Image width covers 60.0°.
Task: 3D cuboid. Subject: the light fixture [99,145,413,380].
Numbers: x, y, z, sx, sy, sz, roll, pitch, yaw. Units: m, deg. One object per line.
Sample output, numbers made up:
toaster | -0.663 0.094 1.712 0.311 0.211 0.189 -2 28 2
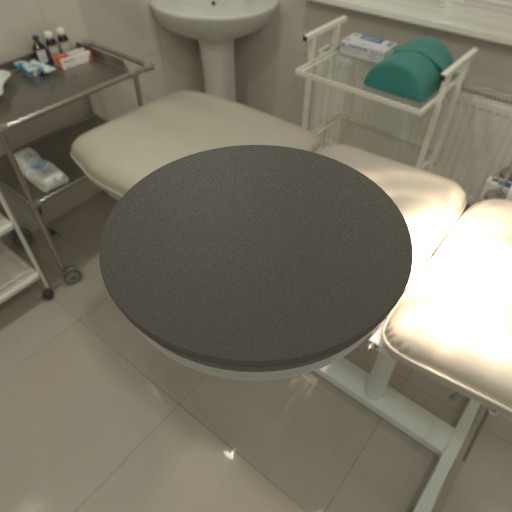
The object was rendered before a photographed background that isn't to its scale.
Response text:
light fixture | 0.000 0.000 0.569 0.368 0.100 0.368 0 46 0
